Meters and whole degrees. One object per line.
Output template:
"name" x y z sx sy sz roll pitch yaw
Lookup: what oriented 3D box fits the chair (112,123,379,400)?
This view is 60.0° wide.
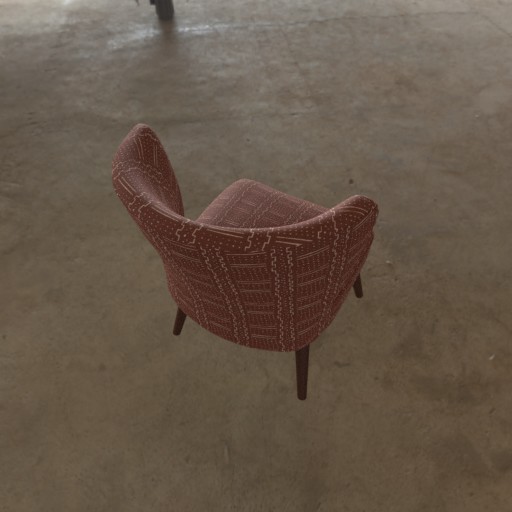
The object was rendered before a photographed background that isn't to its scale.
"chair" 0.000 0.000 1.450 0.706 0.866 0.758 22 51 20
